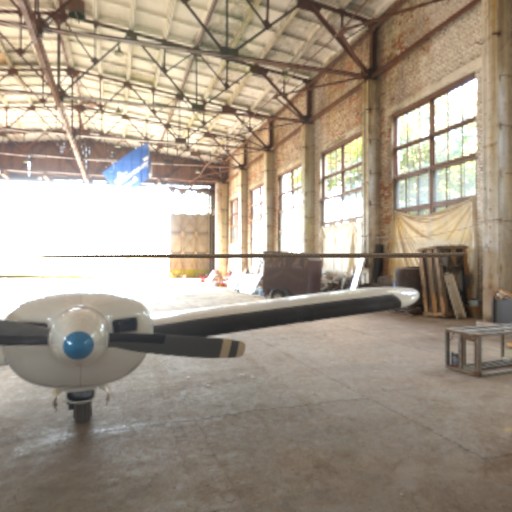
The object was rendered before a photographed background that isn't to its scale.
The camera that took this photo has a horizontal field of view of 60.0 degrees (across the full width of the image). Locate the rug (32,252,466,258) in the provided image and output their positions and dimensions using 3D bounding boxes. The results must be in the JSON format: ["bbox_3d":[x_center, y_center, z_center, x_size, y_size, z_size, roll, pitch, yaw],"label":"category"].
[{"bbox_3d":[0.000,0.000,1.072,0.869,0.008,0.511,0,-1,19],"label":"rug"}]
